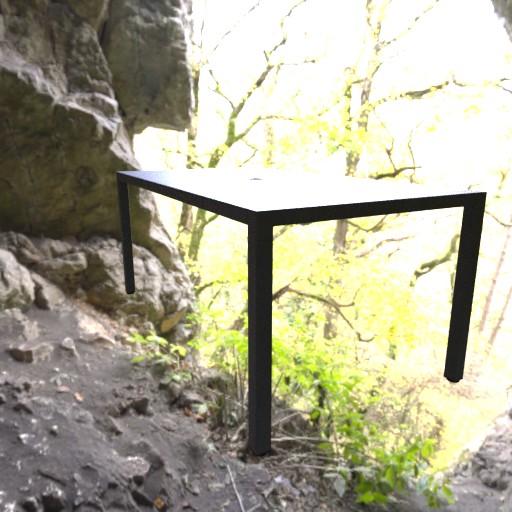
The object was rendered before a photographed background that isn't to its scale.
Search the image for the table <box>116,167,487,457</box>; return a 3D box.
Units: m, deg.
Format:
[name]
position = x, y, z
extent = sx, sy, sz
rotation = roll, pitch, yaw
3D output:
[table]
position = 0.000, 0.000, 2.129
extent = 0.914, 0.735, 1.680
rotation = -8, 16, -28
